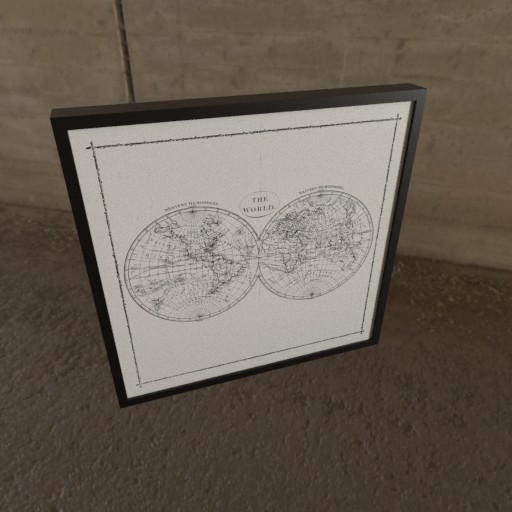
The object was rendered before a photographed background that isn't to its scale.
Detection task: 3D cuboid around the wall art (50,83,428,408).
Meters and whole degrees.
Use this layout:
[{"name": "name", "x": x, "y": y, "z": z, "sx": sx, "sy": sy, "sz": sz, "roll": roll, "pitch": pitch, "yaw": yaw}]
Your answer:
[{"name": "wall art", "x": 0.000, "y": 0.000, "z": 0.463, "sx": 0.327, "sy": 0.318, "sz": 0.029, "roll": -10, "pitch": 33, "yaw": -15}]
